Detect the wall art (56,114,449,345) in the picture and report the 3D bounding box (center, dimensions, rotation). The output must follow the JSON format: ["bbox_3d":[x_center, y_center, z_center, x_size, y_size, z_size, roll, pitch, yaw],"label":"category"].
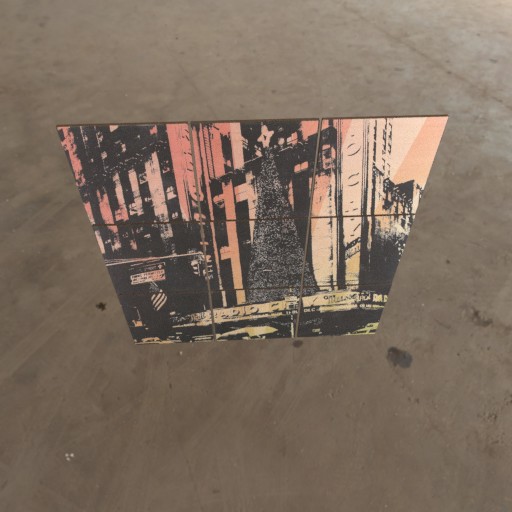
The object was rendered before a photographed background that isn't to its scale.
[{"bbox_3d":[0.000,0.000,1.810,1.216,1.216,0.013,-2,47,-2],"label":"wall art"}]
